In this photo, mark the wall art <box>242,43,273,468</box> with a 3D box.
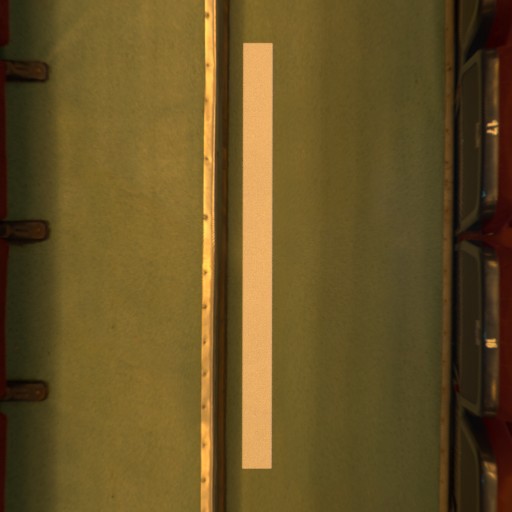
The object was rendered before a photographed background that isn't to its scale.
[{"bbox_3d":[0.000,0.000,0.831,0.037,0.606,0.508,0,90,0],"label":"wall art"}]
